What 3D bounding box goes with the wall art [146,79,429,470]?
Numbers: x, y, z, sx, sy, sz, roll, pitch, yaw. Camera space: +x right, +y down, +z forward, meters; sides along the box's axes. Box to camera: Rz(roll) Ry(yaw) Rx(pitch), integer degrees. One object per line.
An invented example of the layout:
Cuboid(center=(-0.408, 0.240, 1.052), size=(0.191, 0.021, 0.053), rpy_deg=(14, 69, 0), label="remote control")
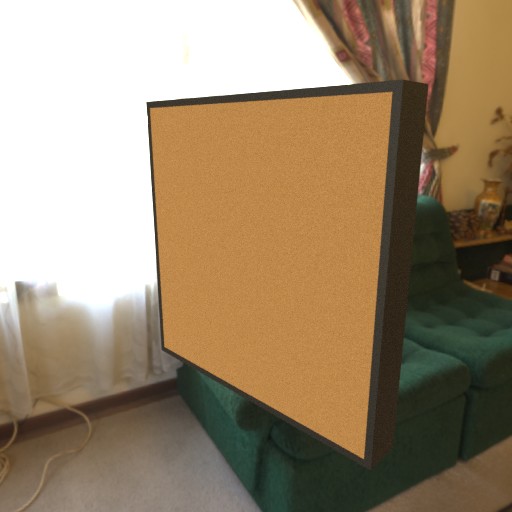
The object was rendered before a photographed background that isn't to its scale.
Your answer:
Cuboid(center=(0.000, 0.000, 0.443), size=(0.304, 0.304, 0.038), rpy_deg=(15, 21, 42), label="wall art")
